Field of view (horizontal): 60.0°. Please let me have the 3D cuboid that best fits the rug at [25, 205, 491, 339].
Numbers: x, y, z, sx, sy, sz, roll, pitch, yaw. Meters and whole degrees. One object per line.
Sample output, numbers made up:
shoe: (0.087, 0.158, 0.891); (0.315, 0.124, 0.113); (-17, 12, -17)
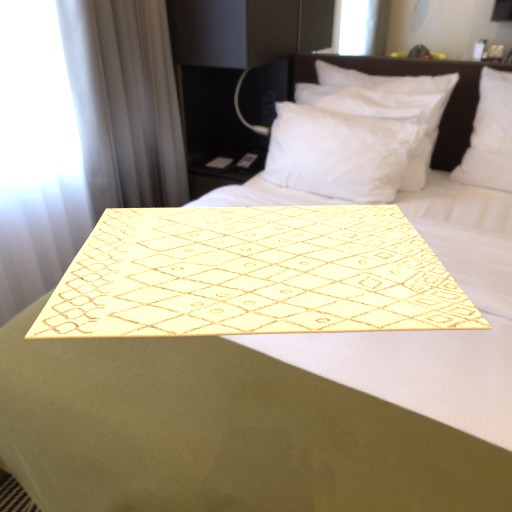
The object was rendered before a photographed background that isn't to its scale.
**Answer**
rug: (0.000, 0.000, 2.259); (1.828, 0.015, 1.222); (-1, 30, -2)
